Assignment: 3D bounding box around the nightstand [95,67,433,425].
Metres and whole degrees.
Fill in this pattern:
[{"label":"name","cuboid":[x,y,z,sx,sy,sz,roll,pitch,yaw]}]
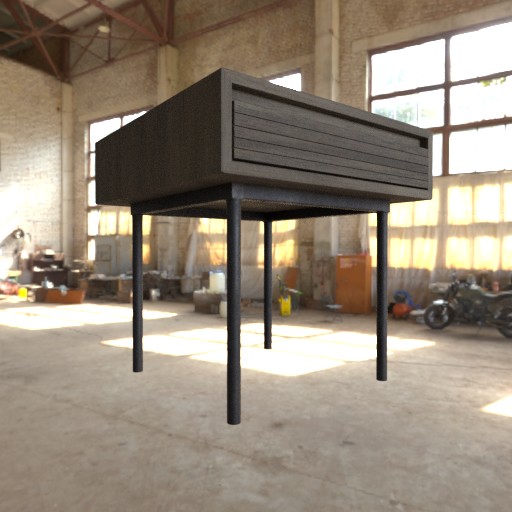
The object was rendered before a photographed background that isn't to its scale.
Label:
[{"label":"nightstand","cuboid":[0.000,0.000,0.925,0.502,0.497,0.503,0,1,-38]}]
